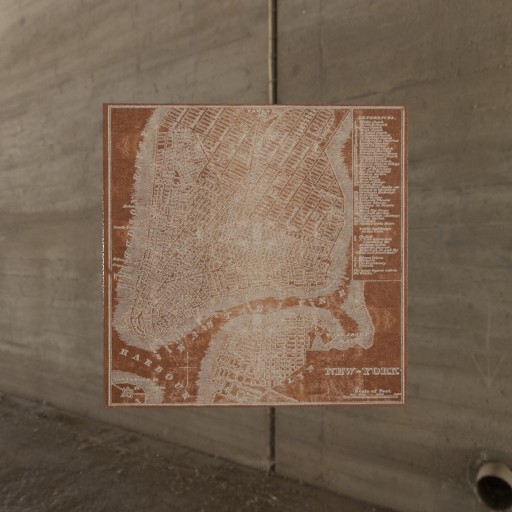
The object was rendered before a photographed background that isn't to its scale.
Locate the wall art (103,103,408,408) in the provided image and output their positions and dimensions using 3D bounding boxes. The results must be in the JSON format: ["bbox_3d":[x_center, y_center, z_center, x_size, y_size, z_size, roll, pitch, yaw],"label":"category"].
[{"bbox_3d":[0.000,0.000,0.604,0.403,0.403,0.035,0,0,-1],"label":"wall art"}]
